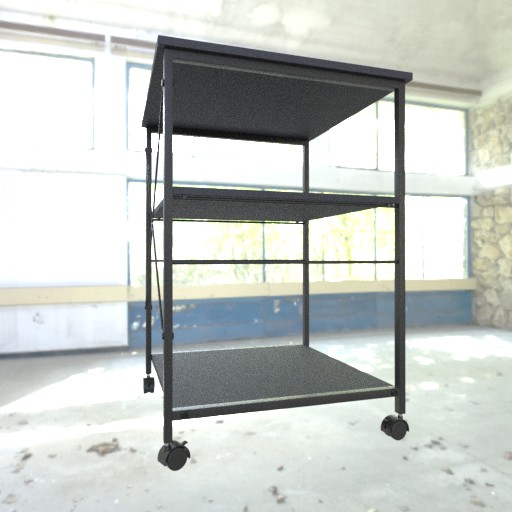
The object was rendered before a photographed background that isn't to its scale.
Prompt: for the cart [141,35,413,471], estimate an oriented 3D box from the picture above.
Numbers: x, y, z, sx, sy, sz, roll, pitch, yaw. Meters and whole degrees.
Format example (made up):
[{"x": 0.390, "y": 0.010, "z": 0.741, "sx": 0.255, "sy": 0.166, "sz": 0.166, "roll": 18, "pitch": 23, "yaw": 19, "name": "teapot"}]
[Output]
[{"x": 0.000, "y": 0.000, "z": 1.090, "sx": 0.520, "sy": 0.762, "sz": 0.521, "roll": 0, "pitch": 0, "yaw": -18, "name": "cart"}]
